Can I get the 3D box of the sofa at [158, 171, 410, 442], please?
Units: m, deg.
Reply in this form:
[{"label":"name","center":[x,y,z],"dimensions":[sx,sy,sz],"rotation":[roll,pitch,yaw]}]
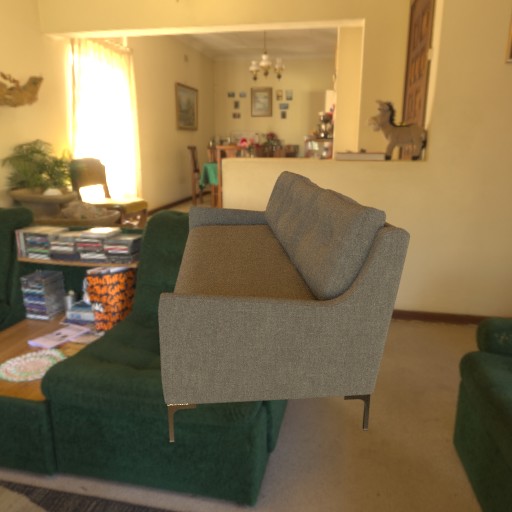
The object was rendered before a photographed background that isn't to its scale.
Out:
[{"label":"sofa","center":[0.000,0.000,2.493],"dimensions":[0.849,0.837,2.060],"rotation":[-1,15,-5]}]
